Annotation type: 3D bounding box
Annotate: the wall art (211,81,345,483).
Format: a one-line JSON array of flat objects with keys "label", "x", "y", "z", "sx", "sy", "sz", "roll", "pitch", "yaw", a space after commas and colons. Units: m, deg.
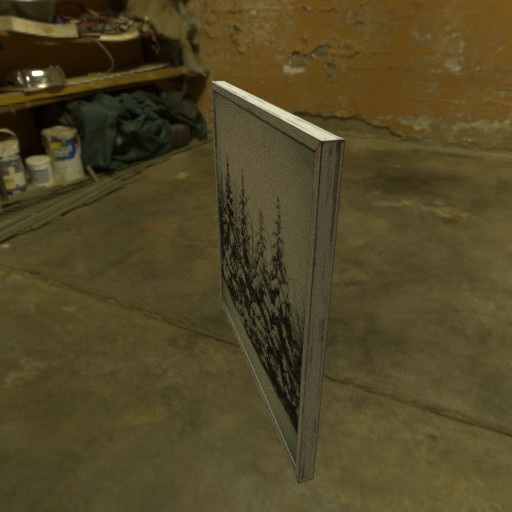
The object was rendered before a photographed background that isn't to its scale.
[{"label": "wall art", "x": 0.000, "y": 0.000, "z": 1.139, "sx": 0.037, "sy": 0.761, "sz": 0.761, "roll": -8, "pitch": 29, "yaw": -15}]
